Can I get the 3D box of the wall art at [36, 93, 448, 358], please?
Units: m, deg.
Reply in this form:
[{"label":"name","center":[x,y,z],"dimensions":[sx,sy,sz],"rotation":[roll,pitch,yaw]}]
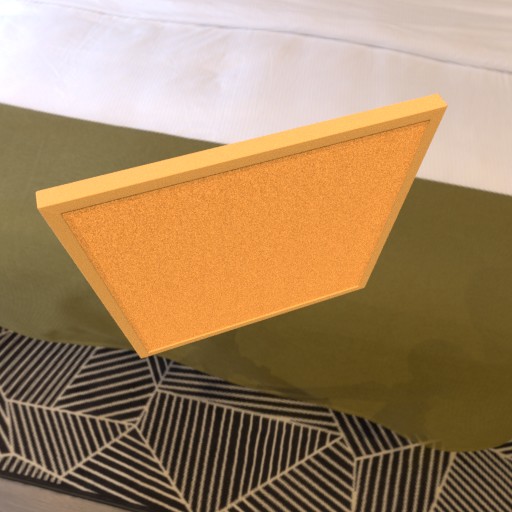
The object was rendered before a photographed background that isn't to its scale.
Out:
[{"label":"wall art","center":[0.000,0.000,1.116],"dimensions":[0.761,0.761,0.037],"rotation":[-16,60,-10]}]
